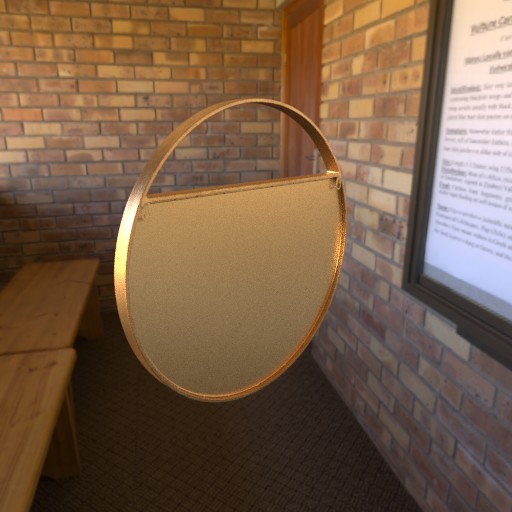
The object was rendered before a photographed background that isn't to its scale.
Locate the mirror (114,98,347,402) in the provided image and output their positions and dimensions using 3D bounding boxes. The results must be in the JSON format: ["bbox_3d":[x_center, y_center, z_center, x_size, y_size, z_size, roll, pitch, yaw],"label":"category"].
[{"bbox_3d":[0.000,0.000,0.844,0.032,0.565,0.565,16,23,43],"label":"mirror"}]
